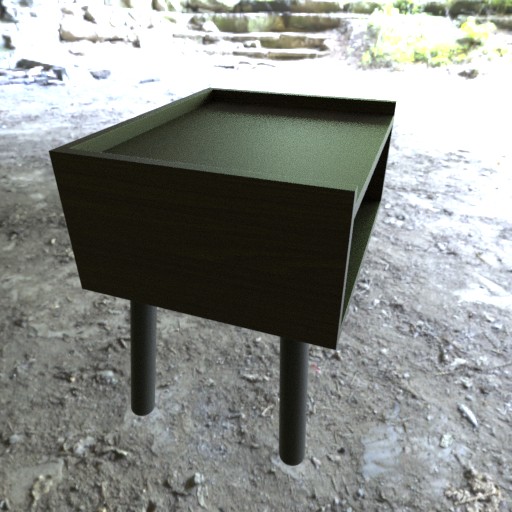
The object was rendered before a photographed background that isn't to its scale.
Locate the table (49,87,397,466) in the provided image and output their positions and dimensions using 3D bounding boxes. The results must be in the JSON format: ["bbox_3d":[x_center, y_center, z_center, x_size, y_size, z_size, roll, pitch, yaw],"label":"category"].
[{"bbox_3d":[0.000,0.000,0.783,0.370,0.470,0.450,11,32,17],"label":"table"}]
